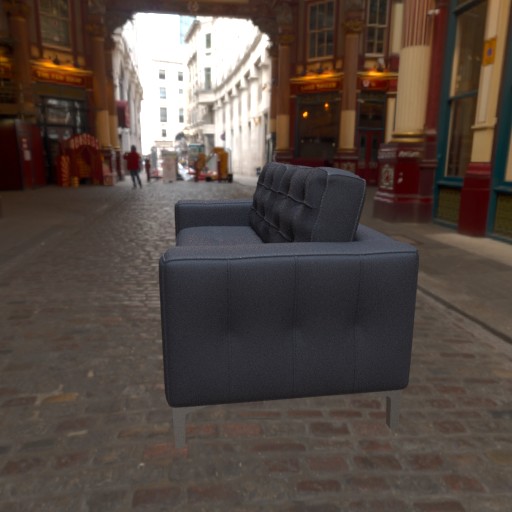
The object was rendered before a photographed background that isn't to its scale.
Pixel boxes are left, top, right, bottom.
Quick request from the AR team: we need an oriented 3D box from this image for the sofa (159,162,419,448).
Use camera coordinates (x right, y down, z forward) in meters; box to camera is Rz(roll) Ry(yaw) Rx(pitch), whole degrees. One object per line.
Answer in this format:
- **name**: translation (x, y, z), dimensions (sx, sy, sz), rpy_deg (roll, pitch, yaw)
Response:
- **sofa**: translation (0.000, 0.000, 2.197), dimensions (0.833, 0.893, 1.726), rpy_deg (-2, 13, -8)
